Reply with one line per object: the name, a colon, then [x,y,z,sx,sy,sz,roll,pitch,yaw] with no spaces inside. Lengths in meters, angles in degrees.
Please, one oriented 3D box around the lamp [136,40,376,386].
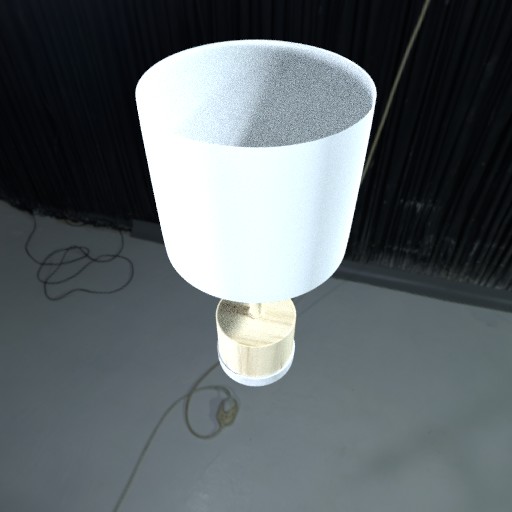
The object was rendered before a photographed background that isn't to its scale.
lamp: [0.000,0.000,0.592,0.229,0.470,0.229,10,46,9]
